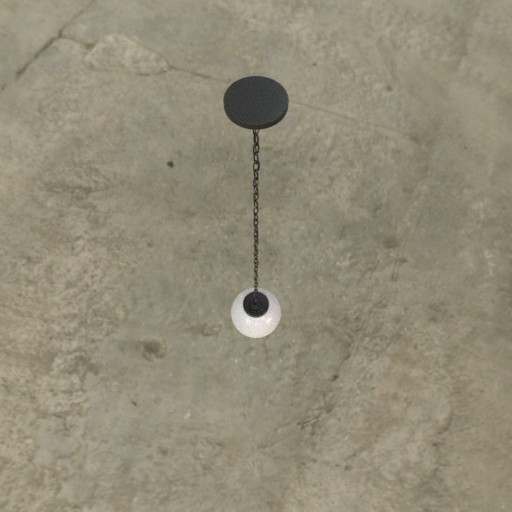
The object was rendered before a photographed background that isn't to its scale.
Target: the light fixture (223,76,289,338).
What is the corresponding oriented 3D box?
[{"bbox_3d":[0.000,0.000,2.001,0.304,1.867,0.305,-34,69,-15],"label":"light fixture"}]
